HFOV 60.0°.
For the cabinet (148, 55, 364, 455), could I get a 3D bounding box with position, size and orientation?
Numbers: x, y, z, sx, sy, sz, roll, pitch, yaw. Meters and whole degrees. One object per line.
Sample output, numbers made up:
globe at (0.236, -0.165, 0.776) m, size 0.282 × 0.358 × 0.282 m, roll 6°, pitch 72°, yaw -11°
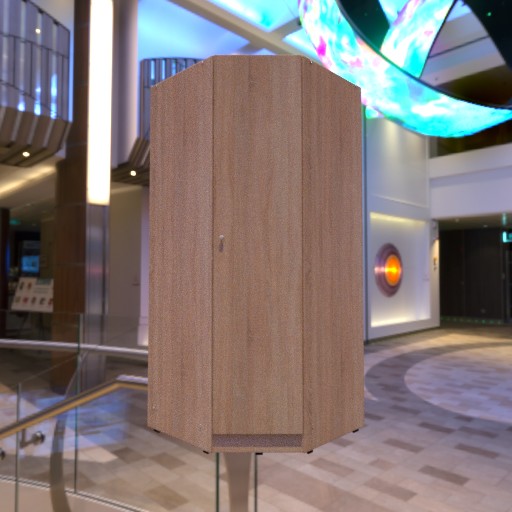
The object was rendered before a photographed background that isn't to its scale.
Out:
cabinet at (0.000, 0.000, 2.868) m, size 1.327 × 2.120 × 1.094 m, roll 0°, pitch -2°, yaw 0°
